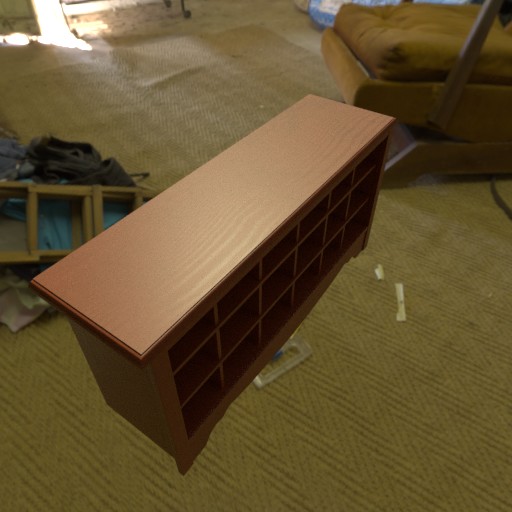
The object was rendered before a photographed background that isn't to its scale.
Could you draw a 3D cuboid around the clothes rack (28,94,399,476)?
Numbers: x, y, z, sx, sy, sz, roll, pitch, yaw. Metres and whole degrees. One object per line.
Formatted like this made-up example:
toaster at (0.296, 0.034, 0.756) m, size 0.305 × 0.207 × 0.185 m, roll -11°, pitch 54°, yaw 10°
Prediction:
clothes rack at (0.000, 0.000, 1.480) m, size 0.362 × 0.594 × 1.251 m, roll 26°, pitch 49°, yaw 25°
